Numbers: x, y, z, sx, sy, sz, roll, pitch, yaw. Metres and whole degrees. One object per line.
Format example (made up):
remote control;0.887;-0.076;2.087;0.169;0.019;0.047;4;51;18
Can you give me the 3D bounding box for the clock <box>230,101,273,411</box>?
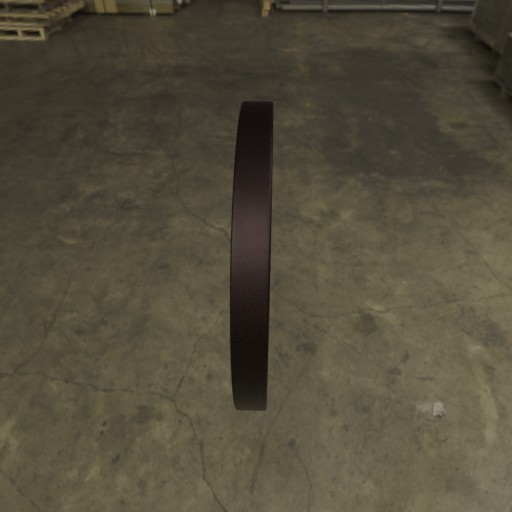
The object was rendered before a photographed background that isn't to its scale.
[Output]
clock;0.000;0.000;0.476;0.029;0.314;0.314;1;41;1
